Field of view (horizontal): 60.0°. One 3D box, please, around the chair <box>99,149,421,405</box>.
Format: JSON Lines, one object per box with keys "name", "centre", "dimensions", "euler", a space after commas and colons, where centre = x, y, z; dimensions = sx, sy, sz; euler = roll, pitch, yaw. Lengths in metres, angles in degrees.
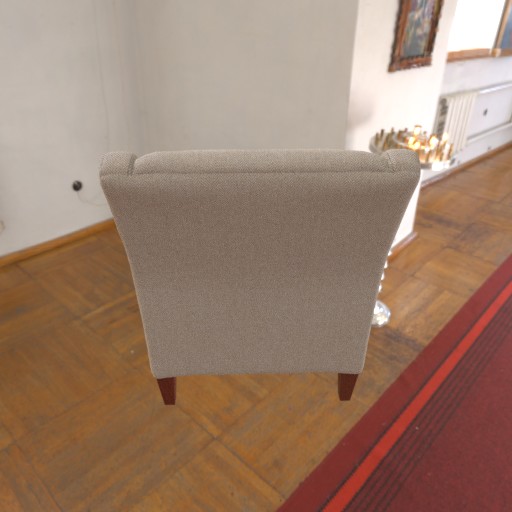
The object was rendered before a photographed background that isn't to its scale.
{"name": "chair", "centre": [0.000, 0.000, 1.620], "dimensions": [0.774, 1.014, 0.870], "euler": [-1, 31, -1]}
